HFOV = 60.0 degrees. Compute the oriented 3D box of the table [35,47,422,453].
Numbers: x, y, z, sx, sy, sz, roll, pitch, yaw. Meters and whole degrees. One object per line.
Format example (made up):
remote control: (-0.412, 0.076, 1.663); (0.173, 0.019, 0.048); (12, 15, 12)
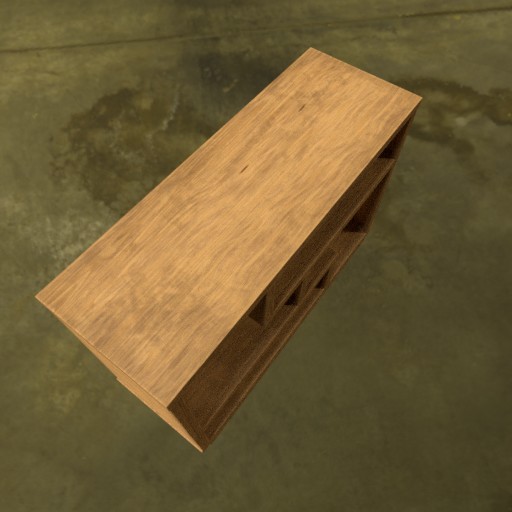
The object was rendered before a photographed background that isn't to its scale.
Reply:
table: (0.000, 0.000, 1.518); (0.410, 0.771, 1.151); (33, 65, 18)
